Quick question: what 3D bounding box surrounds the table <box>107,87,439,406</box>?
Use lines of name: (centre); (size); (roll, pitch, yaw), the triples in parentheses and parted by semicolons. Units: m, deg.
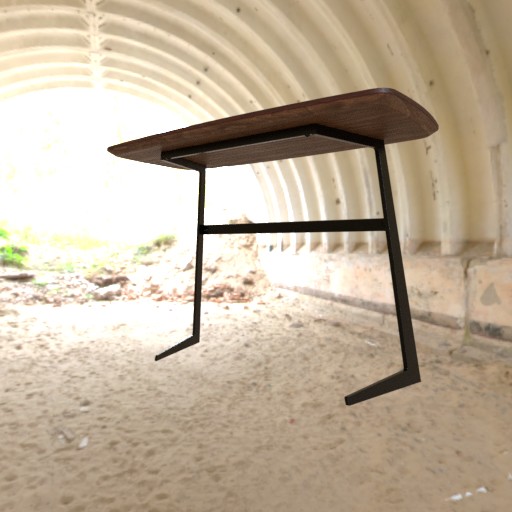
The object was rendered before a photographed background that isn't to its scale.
table: (0.000, 0.000, 1.094); (0.804, 0.576, 0.361); (1, 2, 37)
